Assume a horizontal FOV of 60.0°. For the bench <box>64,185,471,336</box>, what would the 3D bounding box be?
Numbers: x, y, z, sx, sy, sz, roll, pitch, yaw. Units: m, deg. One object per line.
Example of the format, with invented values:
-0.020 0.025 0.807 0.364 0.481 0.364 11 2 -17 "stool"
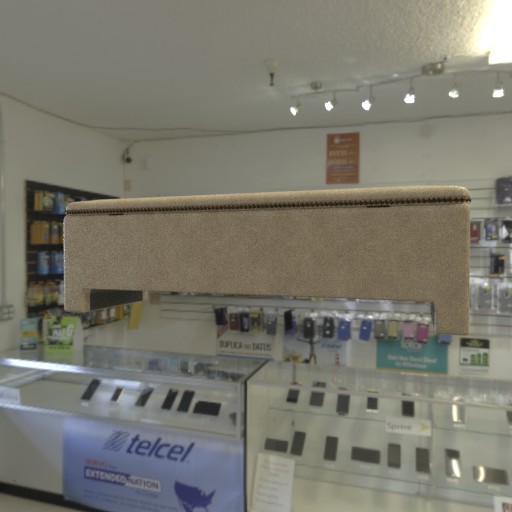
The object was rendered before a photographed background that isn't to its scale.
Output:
0.000 0.000 1.732 1.482 0.447 0.470 0 1 20 "bench"
